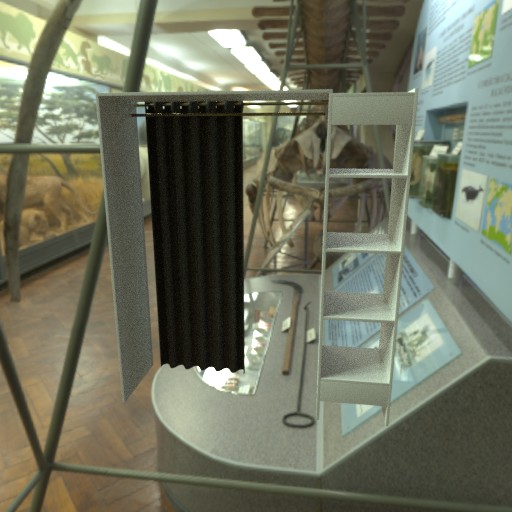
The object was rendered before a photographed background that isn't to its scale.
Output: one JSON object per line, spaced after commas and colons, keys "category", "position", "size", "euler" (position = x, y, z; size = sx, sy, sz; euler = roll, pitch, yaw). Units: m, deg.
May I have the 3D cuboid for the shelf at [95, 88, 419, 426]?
{"category": "shelf", "position": [0.000, 0.000, 2.640], "size": [1.600, 1.810, 0.500], "euler": [2, 15, 8]}
